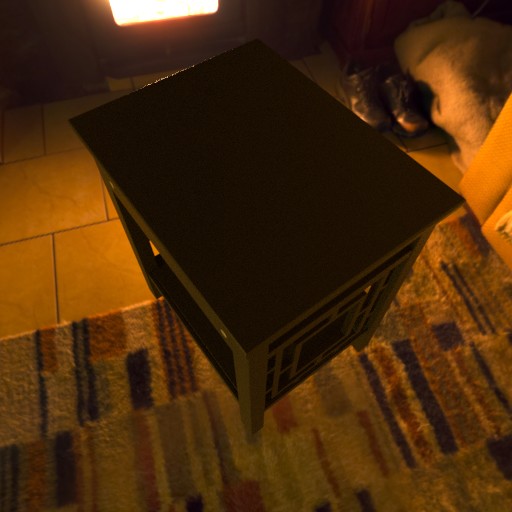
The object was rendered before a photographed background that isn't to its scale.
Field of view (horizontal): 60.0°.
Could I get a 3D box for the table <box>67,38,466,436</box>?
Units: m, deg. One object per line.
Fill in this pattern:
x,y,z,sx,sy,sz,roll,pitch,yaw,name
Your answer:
0.000,0.000,1.038,0.451,0.646,0.564,-32,63,-19,table
